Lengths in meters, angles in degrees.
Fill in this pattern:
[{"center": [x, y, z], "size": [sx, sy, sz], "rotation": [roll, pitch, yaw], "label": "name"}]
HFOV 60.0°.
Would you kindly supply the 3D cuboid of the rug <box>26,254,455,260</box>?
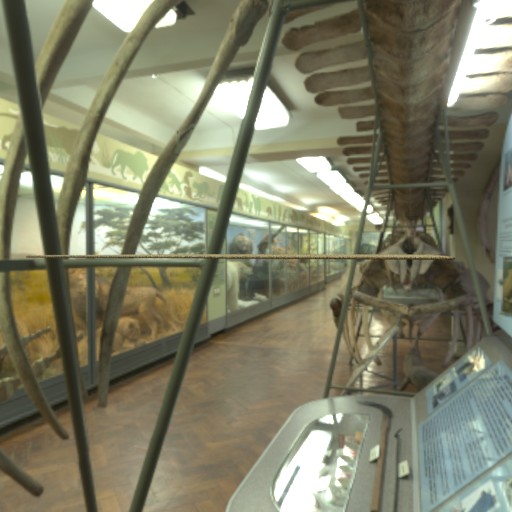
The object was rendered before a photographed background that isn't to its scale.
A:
[{"center": [0.000, 0.000, 2.755], "size": [2.141, 0.013, 1.566], "rotation": [0, 1, 19], "label": "rug"}]
